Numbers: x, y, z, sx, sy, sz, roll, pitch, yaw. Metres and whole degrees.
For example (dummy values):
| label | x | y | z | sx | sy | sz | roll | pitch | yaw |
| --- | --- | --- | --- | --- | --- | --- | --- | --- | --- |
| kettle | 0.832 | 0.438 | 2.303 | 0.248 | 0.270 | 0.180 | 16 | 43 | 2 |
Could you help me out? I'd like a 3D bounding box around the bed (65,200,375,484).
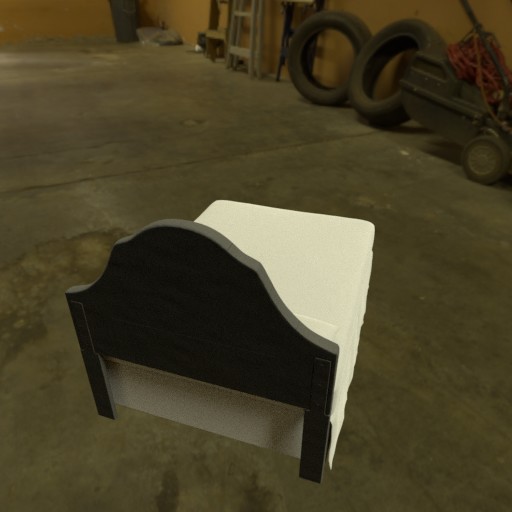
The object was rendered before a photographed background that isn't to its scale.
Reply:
| label | x | y | z | sx | sy | sz | roll | pitch | yaw |
| --- | --- | --- | --- | --- | --- | --- | --- | --- | --- |
| bed | 0.000 | 0.000 | 3.247 | 1.636 | 1.575 | 2.155 | 10 | 33 | 16 |
